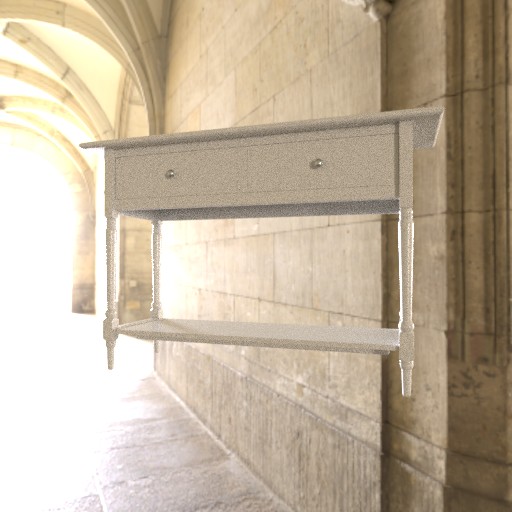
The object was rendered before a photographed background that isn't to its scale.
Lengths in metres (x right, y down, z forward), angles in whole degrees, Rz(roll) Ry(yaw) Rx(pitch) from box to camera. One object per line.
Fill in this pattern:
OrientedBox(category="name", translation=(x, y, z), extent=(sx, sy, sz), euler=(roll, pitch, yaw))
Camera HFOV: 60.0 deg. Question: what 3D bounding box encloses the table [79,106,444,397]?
OrientedBox(category="table", translation=(0.000, 0.000, 1.560), extent=(1.197, 0.808, 0.384), euler=(0, -1, 18))
